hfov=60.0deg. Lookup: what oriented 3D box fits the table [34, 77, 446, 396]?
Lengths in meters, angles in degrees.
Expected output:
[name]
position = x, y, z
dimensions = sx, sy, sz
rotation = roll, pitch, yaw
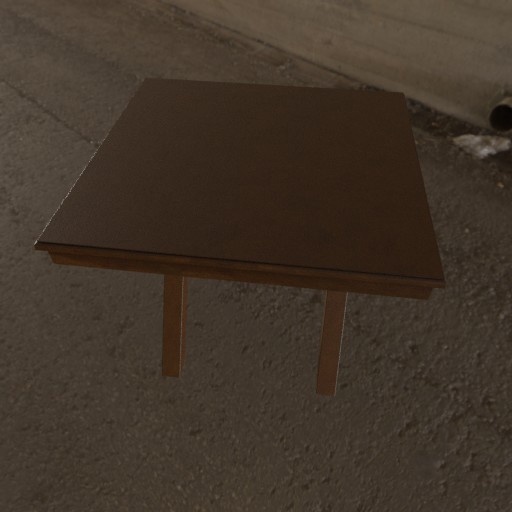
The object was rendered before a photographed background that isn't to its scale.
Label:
[table]
position = 0.000, 0.000, 1.030
dimensions = 0.602, 0.562, 0.560
rotation = 5, 47, 5
